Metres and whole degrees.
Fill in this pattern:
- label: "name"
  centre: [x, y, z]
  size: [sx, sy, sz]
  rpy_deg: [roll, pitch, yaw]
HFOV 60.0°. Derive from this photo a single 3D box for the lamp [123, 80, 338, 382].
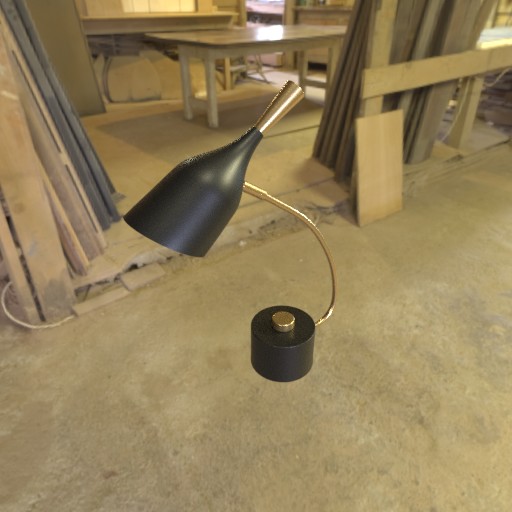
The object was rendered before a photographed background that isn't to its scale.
- label: "lamp"
  centre: [0.000, 0.000, 0.635]
  size: [0.352, 0.464, 0.110]
  rpy_deg: [-20, 37, -29]
